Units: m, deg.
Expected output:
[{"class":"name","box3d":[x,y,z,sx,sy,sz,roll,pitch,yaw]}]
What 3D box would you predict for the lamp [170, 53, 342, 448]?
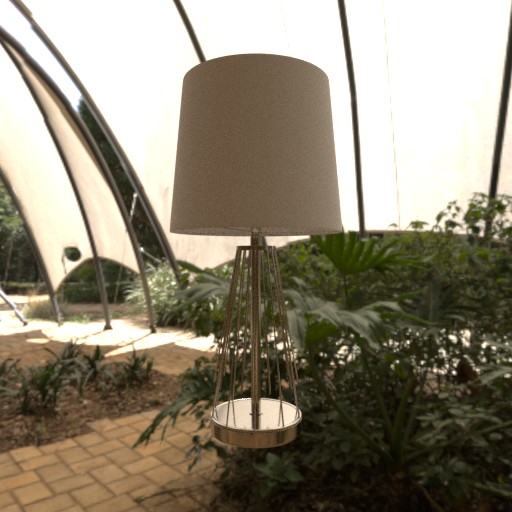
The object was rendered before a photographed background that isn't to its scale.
[{"class":"lamp","box3d":[0.000,0.000,0.792,0.303,0.618,0.303,0,0,0]}]
